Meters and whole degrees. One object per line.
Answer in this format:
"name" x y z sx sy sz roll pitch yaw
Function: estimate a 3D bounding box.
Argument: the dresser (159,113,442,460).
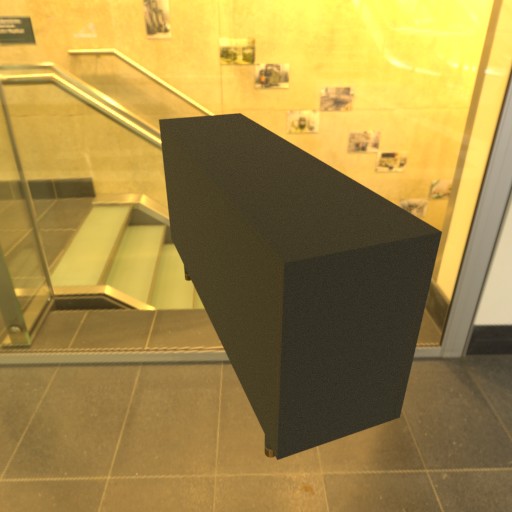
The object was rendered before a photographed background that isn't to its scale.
"dresser" 0.000 0.000 1.908 0.463 0.872 1.558 -11 31 -18
